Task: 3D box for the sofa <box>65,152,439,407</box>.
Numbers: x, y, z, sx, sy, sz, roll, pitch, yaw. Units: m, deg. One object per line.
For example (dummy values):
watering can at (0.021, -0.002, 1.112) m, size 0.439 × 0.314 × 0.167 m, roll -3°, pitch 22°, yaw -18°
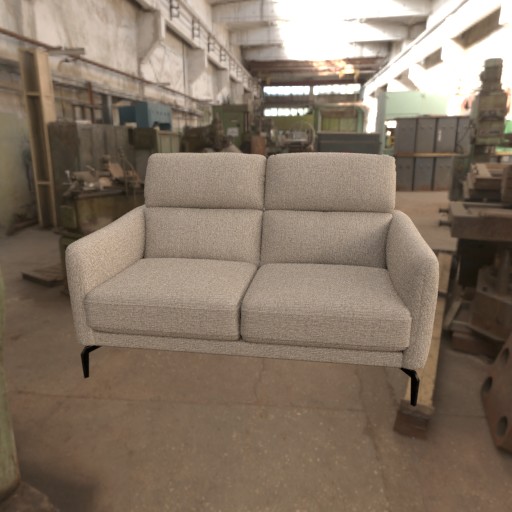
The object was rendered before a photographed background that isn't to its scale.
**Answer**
sofa at (0.000, 0.000, 2.138) m, size 1.540 × 0.950 × 0.905 m, roll 2°, pitch 15°, yaw 8°
